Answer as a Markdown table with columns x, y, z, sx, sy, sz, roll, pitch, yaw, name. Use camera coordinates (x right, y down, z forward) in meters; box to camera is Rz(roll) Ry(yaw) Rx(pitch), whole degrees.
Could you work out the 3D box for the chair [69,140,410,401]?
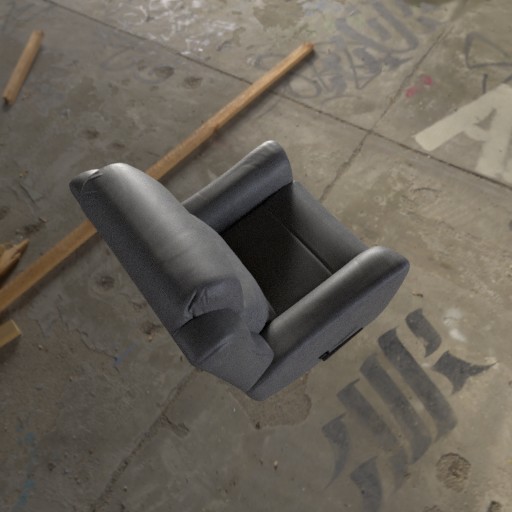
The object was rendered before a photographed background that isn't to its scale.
| x | y | z | sx | sy | sz | roll | pitch | yaw | name |
| --- | --- | --- | --- | --- | --- | --- | --- | --- | --- |
| 0.000 | 0.000 | 1.942 | 1.068 | 1.116 | 0.967 | -32 | 63 | -19 | chair |
